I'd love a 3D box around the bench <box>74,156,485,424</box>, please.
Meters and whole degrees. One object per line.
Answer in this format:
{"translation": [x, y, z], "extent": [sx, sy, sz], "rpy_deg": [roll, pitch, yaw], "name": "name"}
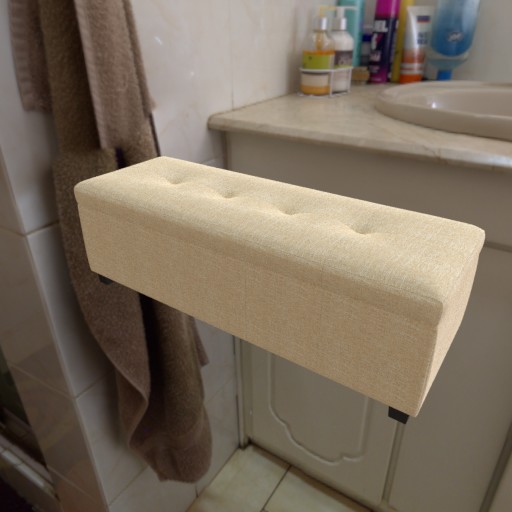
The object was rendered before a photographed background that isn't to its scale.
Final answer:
{"translation": [0.000, 0.000, 1.421], "extent": [1.219, 0.406, 0.432], "rpy_deg": [18, 33, 30], "name": "bench"}
